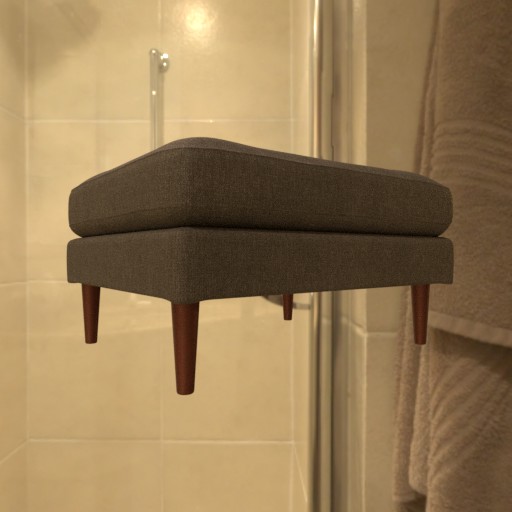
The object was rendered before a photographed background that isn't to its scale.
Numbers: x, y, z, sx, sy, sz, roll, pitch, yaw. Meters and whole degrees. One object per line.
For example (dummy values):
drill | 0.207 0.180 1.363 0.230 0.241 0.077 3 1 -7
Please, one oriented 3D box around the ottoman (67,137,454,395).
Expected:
ottoman | 0.000 0.000 1.206 0.821 0.474 0.693 0 0 -37
